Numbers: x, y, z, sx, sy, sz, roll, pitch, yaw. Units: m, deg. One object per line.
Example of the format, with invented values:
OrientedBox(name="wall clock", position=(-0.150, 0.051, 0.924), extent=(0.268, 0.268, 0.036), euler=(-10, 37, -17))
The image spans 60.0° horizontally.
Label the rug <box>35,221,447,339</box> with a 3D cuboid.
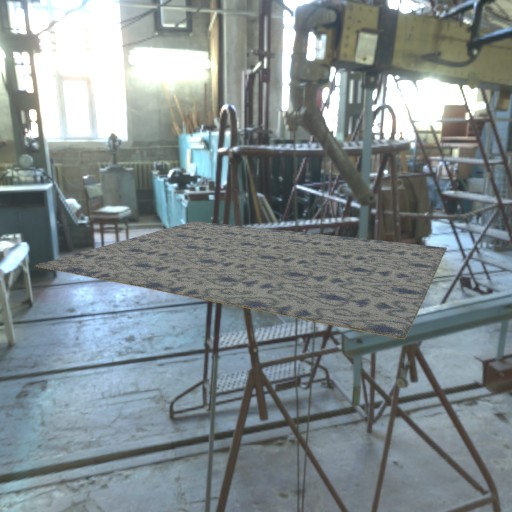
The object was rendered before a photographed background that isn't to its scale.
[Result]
OrientedBox(name="rug", position=(0.000, 0.000, 4.275), extent=(3.205, 0.015, 2.437), euler=(8, 17, 27))
